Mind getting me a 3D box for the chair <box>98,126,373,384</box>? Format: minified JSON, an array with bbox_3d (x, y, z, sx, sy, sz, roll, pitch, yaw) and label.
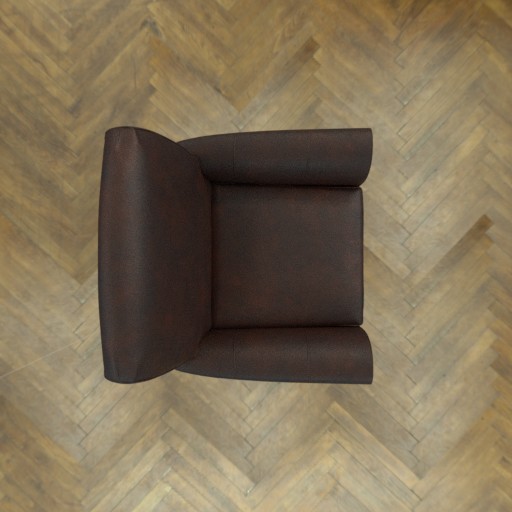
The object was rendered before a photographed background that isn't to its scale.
[{"bbox_3d":[0.000,0.000,1.749,0.902,1.061,0.978,0,90,0],"label":"chair"}]
